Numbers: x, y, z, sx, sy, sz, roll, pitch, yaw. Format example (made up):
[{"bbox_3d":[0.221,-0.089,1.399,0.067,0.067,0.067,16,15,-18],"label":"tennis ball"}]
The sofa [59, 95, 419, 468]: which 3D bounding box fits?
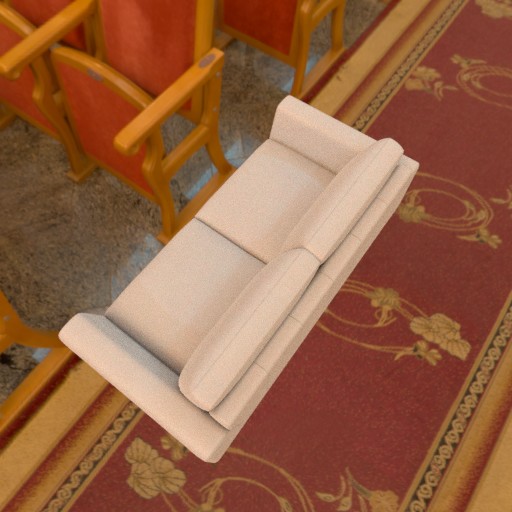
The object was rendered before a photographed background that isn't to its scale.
[{"bbox_3d":[0.000,0.000,2.536,0.953,0.875,2.017,33,68,16],"label":"sofa"}]
